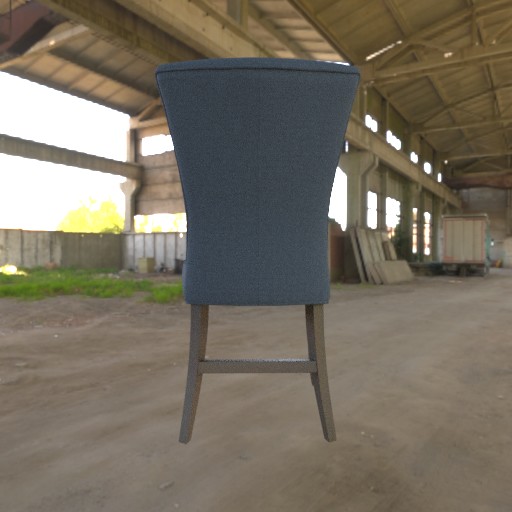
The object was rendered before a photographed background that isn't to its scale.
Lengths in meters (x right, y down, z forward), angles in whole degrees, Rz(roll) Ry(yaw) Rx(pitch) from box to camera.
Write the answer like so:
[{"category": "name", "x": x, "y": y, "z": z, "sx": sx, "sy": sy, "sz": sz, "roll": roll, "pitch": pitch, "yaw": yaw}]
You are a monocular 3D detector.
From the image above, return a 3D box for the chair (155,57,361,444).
[{"category": "chair", "x": 0.000, "y": 0.000, "z": 1.377, "sx": 0.520, "sy": 0.991, "sz": 0.660, "roll": 0, "pitch": 1, "yaw": -1}]
